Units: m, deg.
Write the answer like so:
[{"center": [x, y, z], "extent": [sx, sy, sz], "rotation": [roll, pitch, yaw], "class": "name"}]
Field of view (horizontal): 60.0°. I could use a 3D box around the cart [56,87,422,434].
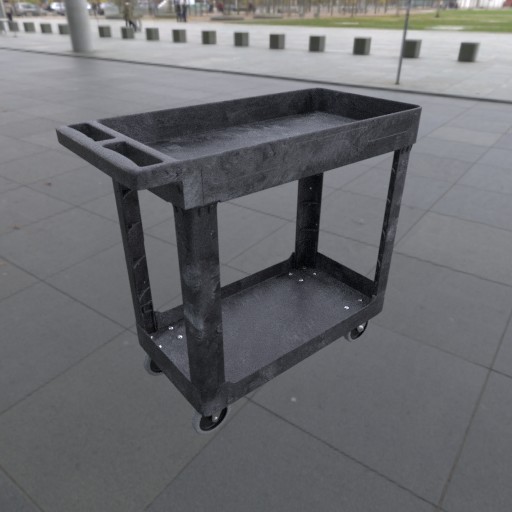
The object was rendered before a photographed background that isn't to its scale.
[{"center": [0.000, 0.000, 1.330], "extent": [0.877, 0.824, 0.420], "rotation": [-22, 36, -33], "class": "cart"}]
